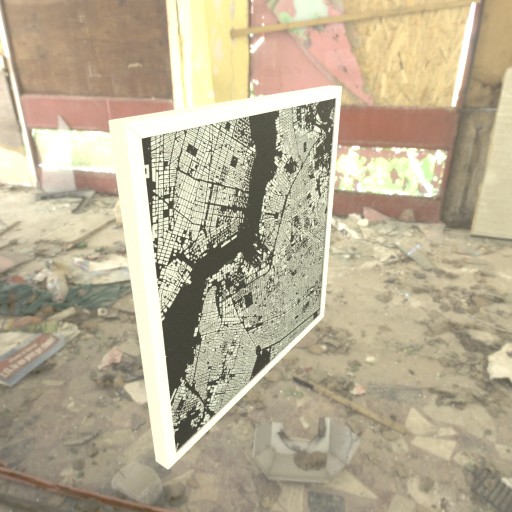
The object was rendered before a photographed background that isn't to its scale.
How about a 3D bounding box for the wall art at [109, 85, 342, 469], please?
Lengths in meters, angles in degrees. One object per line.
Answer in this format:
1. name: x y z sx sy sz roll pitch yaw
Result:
1. wall art: 0.000 0.000 1.130 0.050 0.762 0.761 17 31 31
